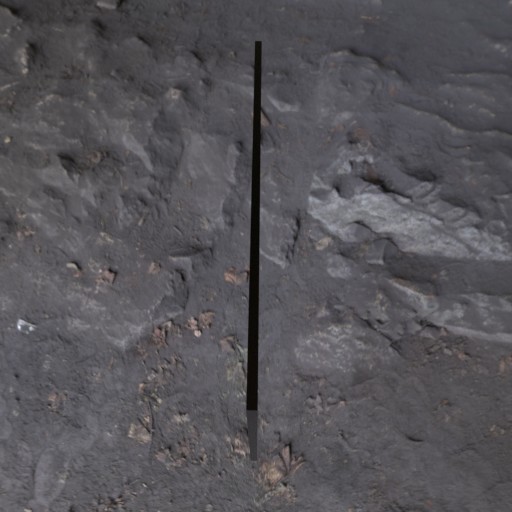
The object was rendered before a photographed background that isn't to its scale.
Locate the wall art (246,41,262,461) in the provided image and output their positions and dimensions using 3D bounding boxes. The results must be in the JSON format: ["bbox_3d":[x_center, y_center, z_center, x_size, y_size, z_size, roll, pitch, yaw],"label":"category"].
[{"bbox_3d":[0.000,0.000,0.841,0.013,0.447,0.660,1,59,0],"label":"wall art"}]
